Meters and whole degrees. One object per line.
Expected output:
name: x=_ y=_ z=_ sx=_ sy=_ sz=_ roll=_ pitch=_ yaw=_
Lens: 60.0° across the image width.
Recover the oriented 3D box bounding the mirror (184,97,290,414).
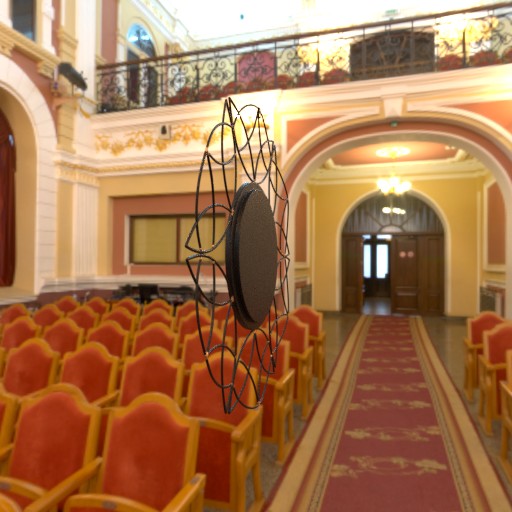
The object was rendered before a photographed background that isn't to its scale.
mirror: x=0.000 y=0.000 z=1.150 sx=0.028 sy=0.775 sz=0.797 roll=0 pitch=-1 yaw=17
